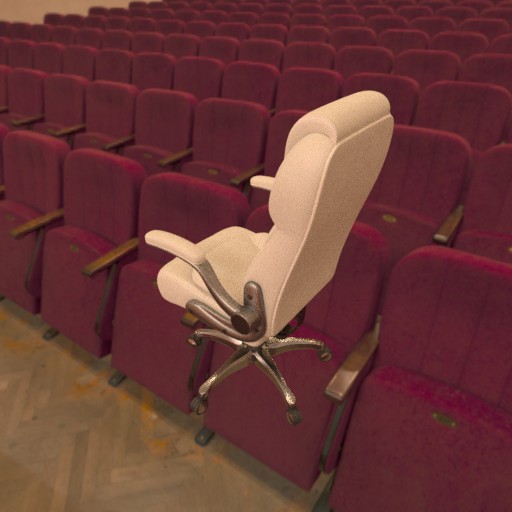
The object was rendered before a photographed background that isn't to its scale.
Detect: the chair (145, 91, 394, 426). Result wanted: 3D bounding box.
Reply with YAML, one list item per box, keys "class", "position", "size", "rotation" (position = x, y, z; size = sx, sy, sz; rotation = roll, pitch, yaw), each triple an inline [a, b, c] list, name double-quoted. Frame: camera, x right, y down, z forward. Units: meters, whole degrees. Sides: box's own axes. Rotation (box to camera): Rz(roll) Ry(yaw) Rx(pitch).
- class: "chair"
  position: [0.000, 0.000, 1.834]
  size: [0.806, 1.330, 0.755]
  rotation: [20, 37, 29]
